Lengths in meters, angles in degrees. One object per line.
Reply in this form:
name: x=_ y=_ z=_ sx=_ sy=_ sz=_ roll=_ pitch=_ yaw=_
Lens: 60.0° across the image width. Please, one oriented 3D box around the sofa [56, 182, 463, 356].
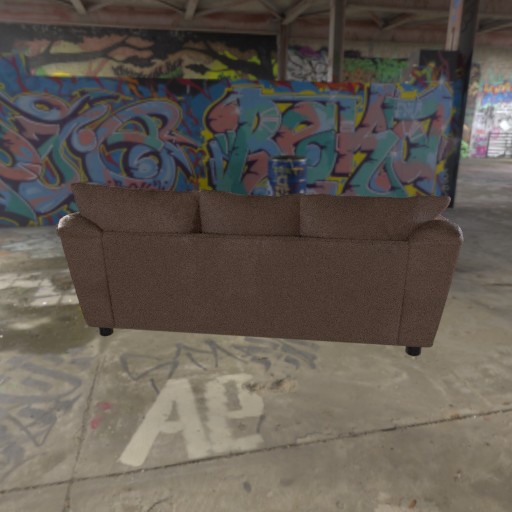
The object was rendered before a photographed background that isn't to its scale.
sofa: x=0.000 y=0.000 z=2.888 sx=2.377 sy=0.981 sz=0.893 roll=2 pitch=16 yaw=7
